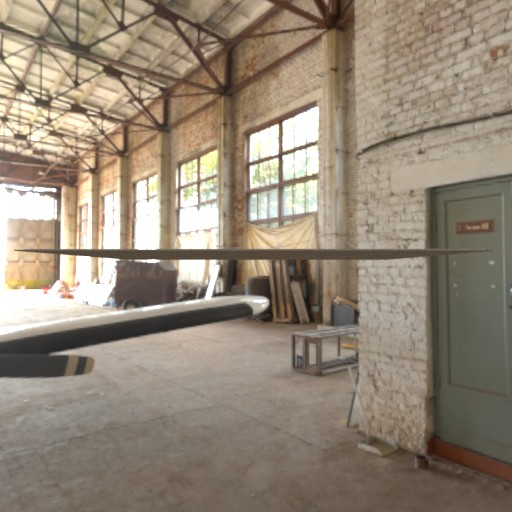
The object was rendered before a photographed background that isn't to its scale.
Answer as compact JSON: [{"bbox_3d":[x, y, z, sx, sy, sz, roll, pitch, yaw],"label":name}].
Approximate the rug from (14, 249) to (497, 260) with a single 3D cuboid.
[{"bbox_3d":[0.000,0.000,3.811,2.940,0.013,2.312,0,-2,0],"label":"rug"}]
